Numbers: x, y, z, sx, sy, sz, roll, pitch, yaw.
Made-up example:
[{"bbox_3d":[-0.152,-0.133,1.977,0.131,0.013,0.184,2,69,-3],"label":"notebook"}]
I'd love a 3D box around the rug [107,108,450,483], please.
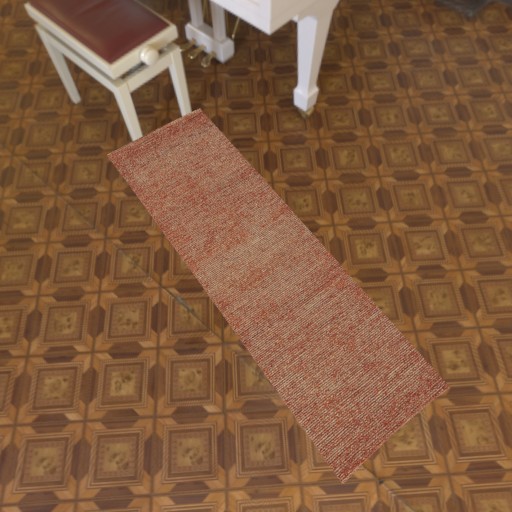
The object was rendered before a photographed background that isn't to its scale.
[{"bbox_3d":[0.000,0.000,2.548,0.718,0.013,2.353,-32,67,-16],"label":"rug"}]
